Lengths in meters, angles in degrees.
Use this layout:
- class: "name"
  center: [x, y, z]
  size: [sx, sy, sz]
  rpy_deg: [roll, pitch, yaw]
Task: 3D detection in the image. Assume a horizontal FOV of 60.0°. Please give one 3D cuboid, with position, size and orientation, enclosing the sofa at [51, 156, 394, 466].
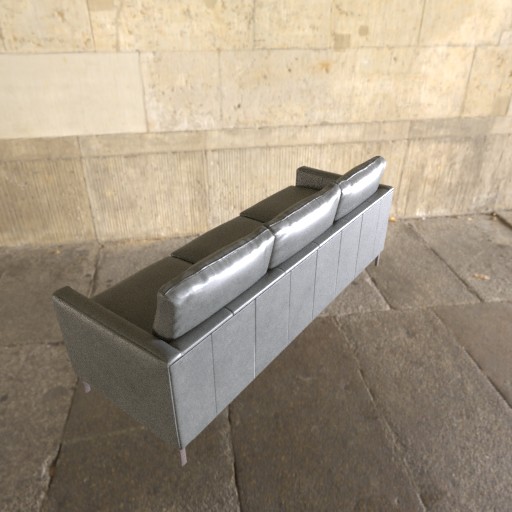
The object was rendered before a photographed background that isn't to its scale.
- class: "sofa"
  center: [0.000, 0.000, 2.444]
  size: [0.748, 0.805, 2.029]
  rpy_deg: [21, 36, 31]
